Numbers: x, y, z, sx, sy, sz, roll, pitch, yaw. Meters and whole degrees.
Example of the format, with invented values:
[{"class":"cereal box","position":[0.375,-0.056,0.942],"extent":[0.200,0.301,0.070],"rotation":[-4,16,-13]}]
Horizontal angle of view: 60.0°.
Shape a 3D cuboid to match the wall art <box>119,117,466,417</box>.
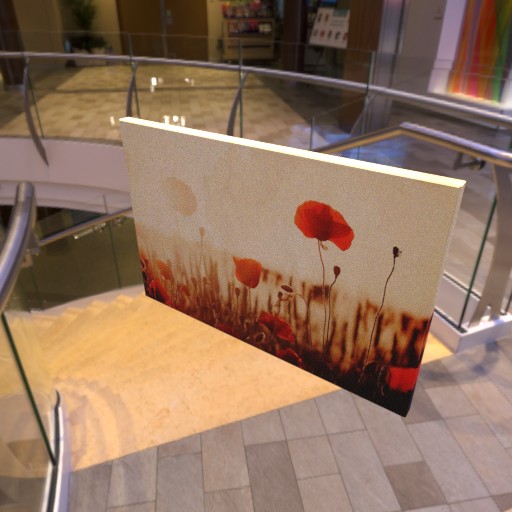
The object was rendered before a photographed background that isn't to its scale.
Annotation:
[{"class":"wall art","position":[0.000,0.000,1.179],"extent":[0.918,0.602,0.038],"rotation":[19,35,30]}]
